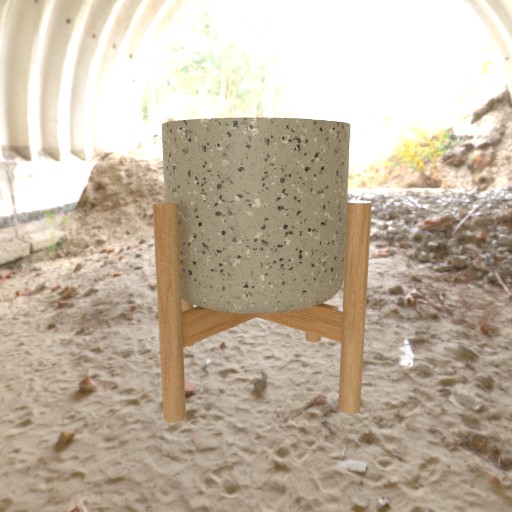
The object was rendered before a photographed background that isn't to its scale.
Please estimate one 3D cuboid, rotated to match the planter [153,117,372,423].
[{"bbox_3d":[0.000,0.000,0.565,0.284,0.320,0.284,-6,14,-27],"label":"planter"}]
